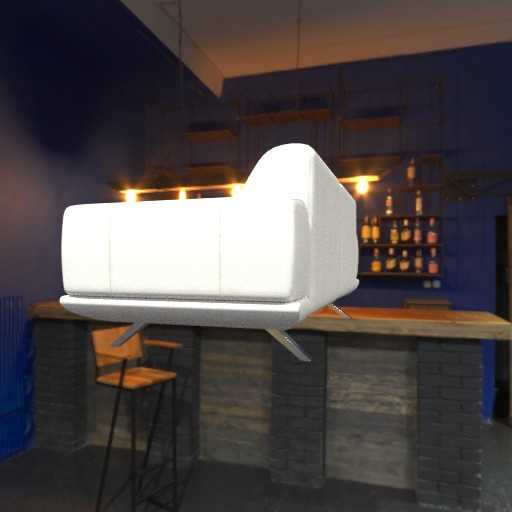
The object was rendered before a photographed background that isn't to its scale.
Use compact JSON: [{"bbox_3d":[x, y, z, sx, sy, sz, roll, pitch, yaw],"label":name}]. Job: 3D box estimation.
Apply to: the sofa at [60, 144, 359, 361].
[{"bbox_3d":[0.000,0.000,2.339,0.900,0.772,1.901,0,-1,18],"label":"sofa"}]
